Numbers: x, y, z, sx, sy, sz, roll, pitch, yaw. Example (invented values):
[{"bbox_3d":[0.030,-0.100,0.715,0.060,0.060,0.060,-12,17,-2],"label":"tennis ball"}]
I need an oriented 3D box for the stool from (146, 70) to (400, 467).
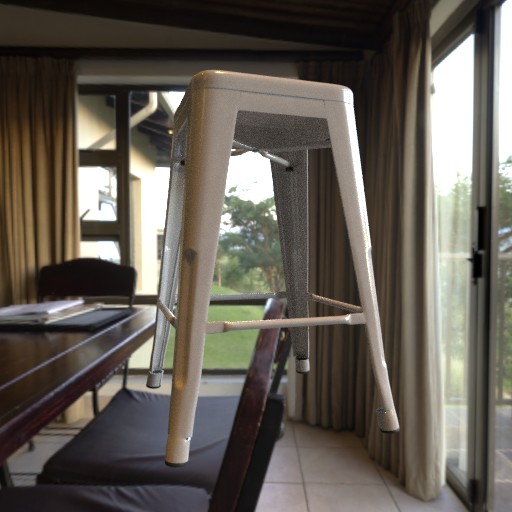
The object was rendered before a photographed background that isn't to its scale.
[{"bbox_3d":[0.000,0.000,0.888,0.406,0.610,0.406,-1,2,-18],"label":"stool"}]
